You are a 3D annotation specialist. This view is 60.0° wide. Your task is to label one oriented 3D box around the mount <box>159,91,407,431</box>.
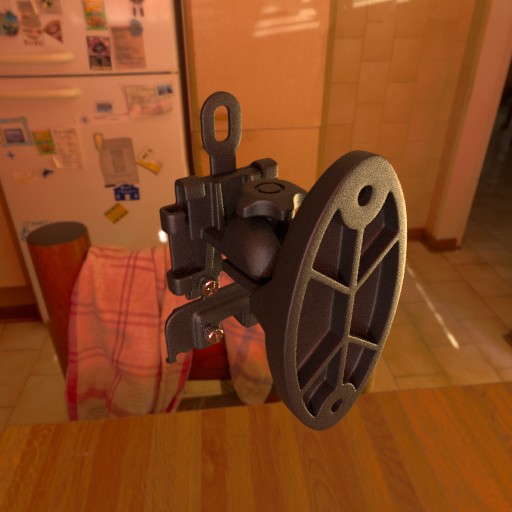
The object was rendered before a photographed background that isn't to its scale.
[{"bbox_3d":[0.000,0.000,0.176,0.066,0.118,0.100,-20,36,-30],"label":"mount"}]
